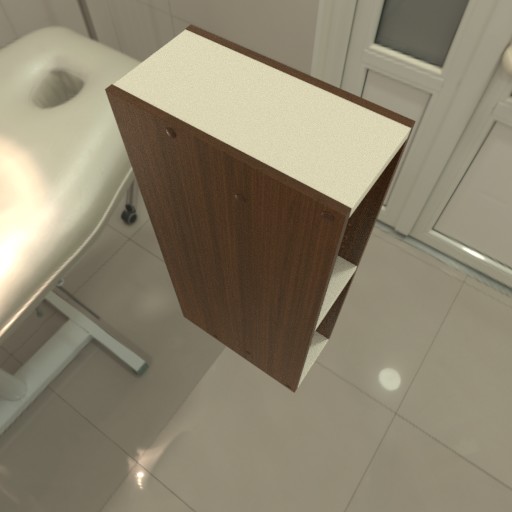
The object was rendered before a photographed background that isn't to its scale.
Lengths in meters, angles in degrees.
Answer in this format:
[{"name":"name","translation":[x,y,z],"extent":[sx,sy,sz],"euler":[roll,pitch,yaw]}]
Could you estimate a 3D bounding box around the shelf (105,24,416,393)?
[{"name":"shelf","translation":[0.000,0.000,0.712],"extent":[0.290,0.600,0.147],"euler":[31,64,17]}]
